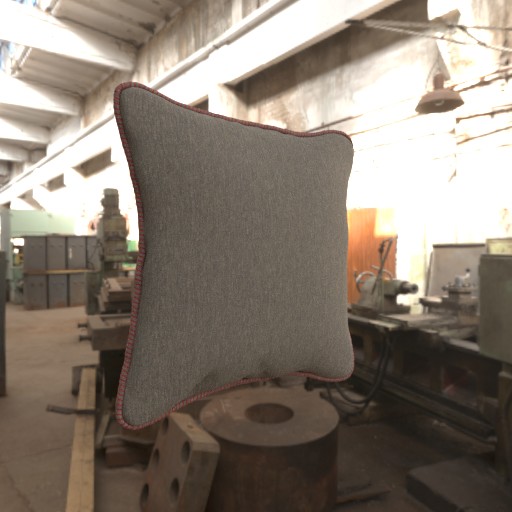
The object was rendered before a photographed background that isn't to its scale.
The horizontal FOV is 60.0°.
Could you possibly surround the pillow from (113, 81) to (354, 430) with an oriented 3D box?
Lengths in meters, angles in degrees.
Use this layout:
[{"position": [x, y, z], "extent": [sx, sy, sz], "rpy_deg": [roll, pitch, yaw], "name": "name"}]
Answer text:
[{"position": [0.000, 0.000, 0.751], "extent": [0.482, 0.491, 0.124], "rpy_deg": [0, 0, -36], "name": "pillow"}]
